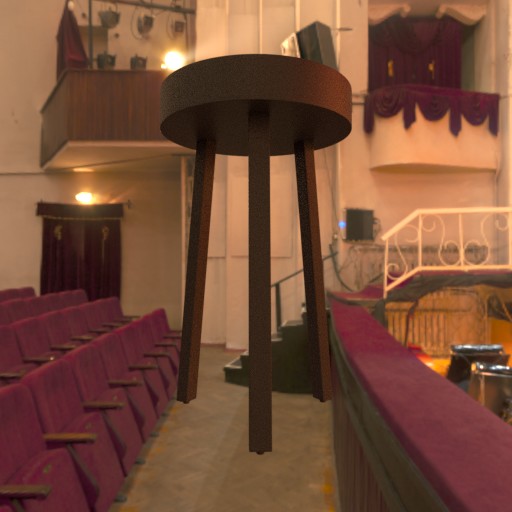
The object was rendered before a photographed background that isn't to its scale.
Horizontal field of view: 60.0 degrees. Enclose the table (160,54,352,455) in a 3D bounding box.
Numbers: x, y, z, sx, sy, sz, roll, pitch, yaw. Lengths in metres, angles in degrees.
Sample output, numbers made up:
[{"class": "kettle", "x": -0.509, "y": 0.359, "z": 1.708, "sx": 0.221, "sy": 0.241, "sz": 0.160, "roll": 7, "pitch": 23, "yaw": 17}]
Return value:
[{"class": "table", "x": 0.000, "y": 0.000, "z": 0.956, "sx": 0.406, "sy": 0.686, "sz": 0.406, "roll": 0, "pitch": -1, "yaw": -1}]
